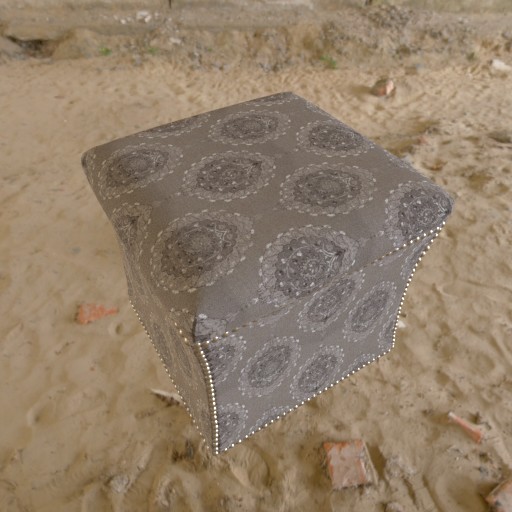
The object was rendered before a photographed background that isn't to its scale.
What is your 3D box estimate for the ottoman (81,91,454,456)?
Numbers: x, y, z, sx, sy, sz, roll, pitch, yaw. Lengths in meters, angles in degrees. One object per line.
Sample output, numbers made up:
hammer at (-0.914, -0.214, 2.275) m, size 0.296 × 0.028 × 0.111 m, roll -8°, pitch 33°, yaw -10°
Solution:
ottoman at (0.000, 0.000, 0.919) m, size 0.507 × 0.473 × 0.497 m, roll -23°, pitch 49°, yaw -22°
